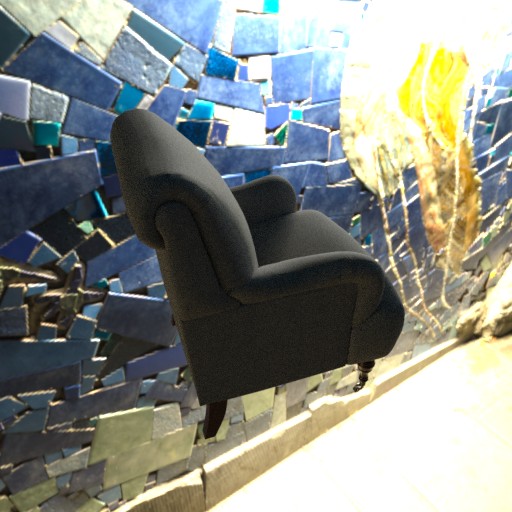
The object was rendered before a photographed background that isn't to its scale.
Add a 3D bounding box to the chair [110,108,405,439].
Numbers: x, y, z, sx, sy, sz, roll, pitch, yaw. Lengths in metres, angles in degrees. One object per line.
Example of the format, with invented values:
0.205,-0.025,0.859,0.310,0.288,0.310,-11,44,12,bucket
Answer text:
0.000,0.000,1.577,0.843,0.942,0.766,-10,33,-16,chair
